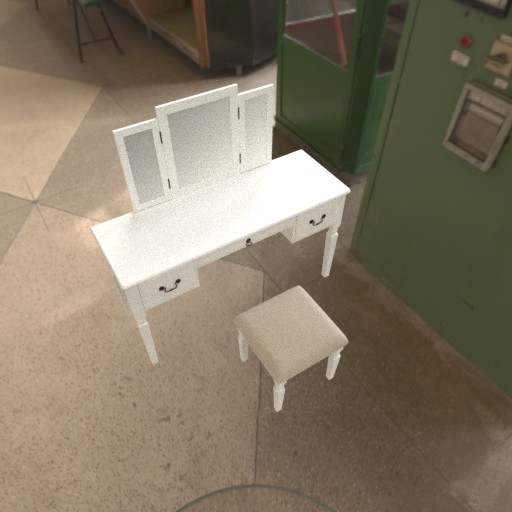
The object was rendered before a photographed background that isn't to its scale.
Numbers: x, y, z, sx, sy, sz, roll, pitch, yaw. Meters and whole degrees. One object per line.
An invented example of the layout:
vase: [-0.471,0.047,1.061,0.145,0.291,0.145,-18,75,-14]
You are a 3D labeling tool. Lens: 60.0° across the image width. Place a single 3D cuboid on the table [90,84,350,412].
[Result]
table: [0.000,0.000,2.316,1.369,1.310,1.115,-24,52,-21]
